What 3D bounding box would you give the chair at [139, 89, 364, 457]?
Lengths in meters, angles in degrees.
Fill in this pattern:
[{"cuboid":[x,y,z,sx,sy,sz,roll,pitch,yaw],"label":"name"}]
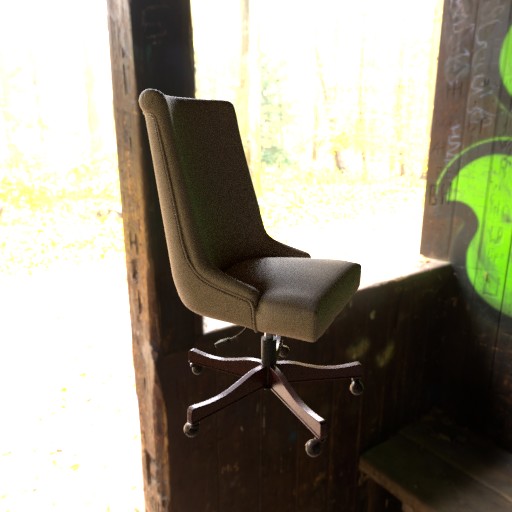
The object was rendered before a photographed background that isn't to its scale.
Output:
[{"cuboid":[0.000,0.000,1.447,0.696,1.010,0.645,7,16,25],"label":"chair"}]
